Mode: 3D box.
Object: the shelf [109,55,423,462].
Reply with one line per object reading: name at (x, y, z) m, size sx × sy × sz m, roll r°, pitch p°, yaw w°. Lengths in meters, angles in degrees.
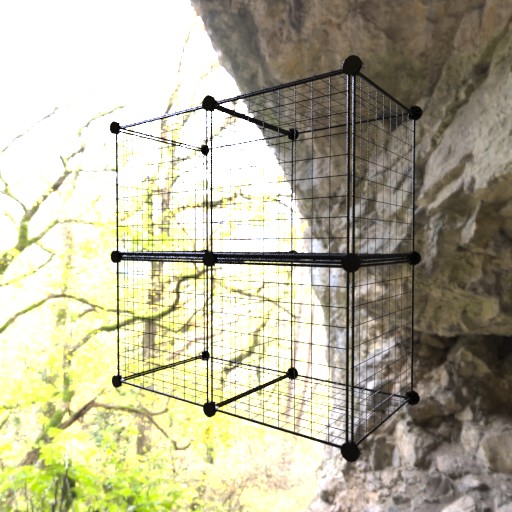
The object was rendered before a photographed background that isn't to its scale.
shelf at (0.000, 0.000, 1.120) m, size 0.711 × 0.711 × 0.356 m, roll 1°, pitch 2°, yaw 37°
